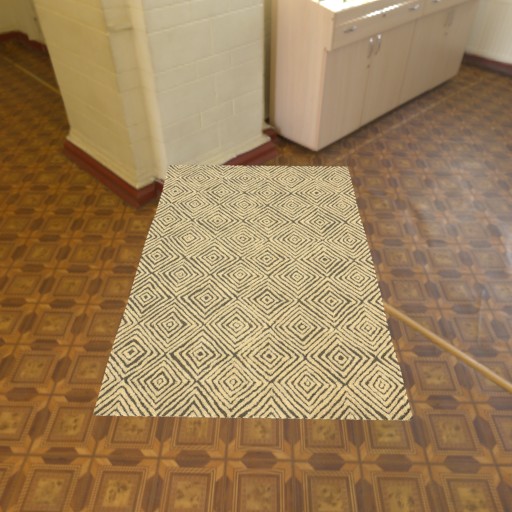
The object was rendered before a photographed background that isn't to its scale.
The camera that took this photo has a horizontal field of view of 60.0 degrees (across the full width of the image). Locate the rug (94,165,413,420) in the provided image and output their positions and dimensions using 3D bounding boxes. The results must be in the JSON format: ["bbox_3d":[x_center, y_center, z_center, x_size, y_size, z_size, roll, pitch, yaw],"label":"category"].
[{"bbox_3d":[0.000,0.000,2.264,1.177,0.004,1.750,1,42,1],"label":"rug"}]
